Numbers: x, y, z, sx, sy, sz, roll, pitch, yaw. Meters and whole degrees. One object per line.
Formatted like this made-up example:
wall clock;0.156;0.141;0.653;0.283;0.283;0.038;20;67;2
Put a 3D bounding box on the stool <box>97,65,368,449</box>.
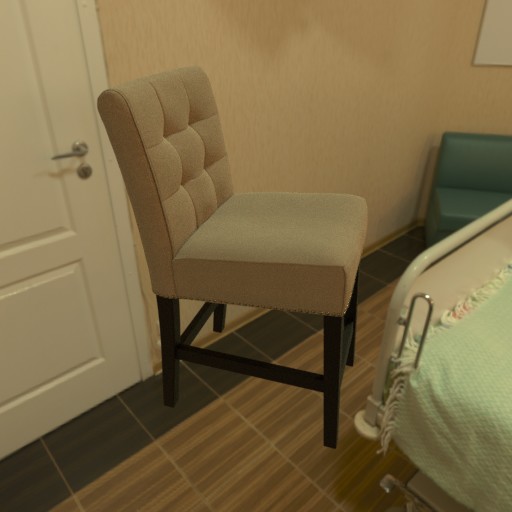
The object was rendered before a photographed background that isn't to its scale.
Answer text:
stool;0.000;0.000;1.184;0.571;0.885;0.427;9;31;16
